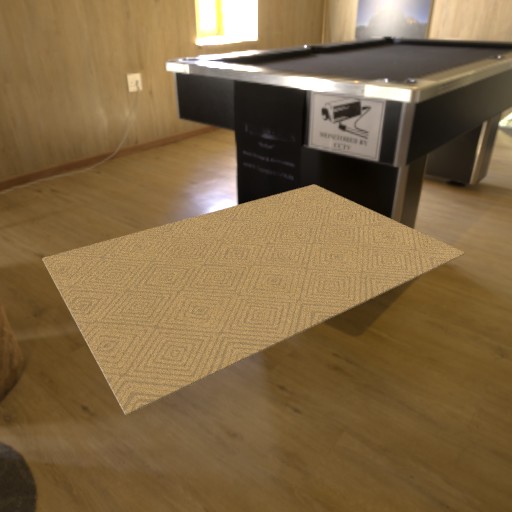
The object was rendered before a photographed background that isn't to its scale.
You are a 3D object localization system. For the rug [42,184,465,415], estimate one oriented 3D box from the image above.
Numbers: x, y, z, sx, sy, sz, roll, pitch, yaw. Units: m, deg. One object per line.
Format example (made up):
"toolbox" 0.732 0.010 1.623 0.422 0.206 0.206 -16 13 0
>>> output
"rug" 0.000 0.000 2.191 1.753 0.008 1.143 -19 35 -29
